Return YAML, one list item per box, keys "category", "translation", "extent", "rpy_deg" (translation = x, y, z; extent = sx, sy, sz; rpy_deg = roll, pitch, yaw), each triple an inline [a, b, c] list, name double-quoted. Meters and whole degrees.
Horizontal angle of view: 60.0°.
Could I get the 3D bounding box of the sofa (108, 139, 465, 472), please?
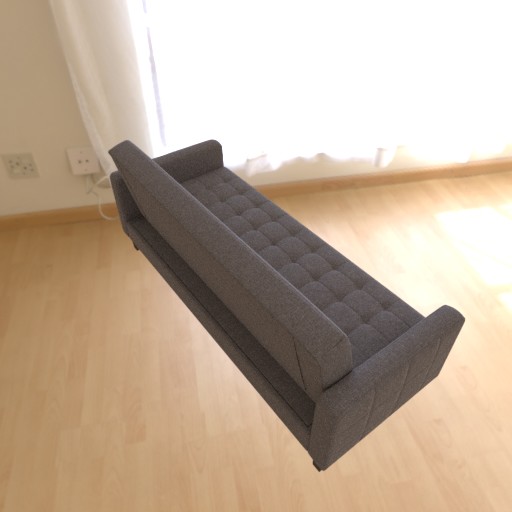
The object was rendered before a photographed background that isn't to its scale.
- category: "sofa"
  translation: [0.000, 0.000, 2.448]
  extent: [0.810, 0.850, 2.040]
  rpy_deg: [-27, 49, -26]
